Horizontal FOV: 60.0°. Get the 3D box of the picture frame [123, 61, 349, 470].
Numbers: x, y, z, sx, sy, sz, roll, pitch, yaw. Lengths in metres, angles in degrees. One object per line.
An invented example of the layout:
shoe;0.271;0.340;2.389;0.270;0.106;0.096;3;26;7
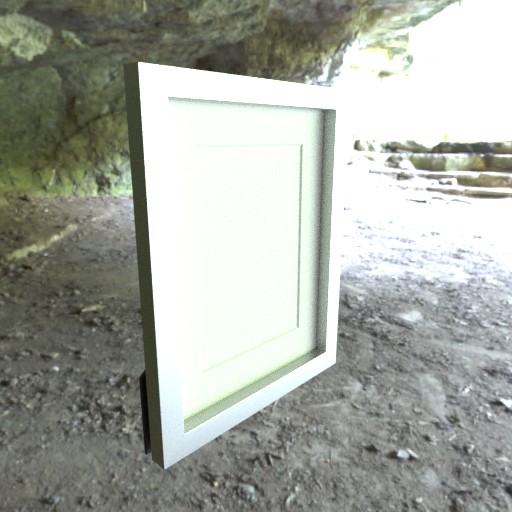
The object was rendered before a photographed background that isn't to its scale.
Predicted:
picture frame;0.000;0.000;0.521;0.036;0.386;0.307;14;20;42
